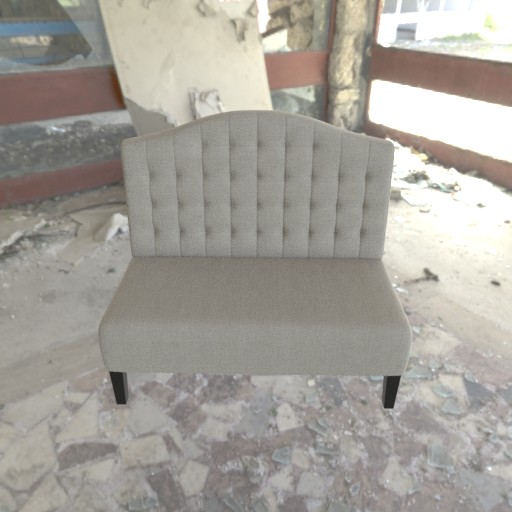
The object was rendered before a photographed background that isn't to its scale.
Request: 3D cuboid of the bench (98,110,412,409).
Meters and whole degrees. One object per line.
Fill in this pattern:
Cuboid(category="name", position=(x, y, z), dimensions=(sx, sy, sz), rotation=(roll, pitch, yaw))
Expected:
Cuboid(category="bench", position=(0.000, 0.000, 2.100), dimensions=(1.335, 1.180, 0.815), rotation=(1, 31, 1))
